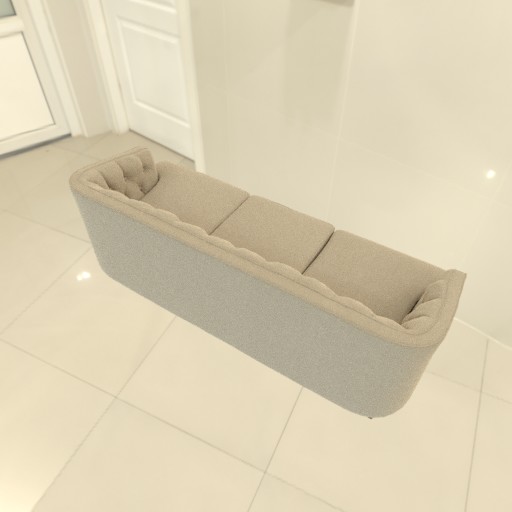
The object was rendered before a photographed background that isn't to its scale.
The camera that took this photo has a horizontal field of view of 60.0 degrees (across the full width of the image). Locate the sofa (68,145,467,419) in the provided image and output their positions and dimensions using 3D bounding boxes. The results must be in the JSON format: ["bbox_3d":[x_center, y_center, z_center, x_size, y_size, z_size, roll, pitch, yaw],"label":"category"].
[{"bbox_3d":[0.000,0.000,2.722,2.278,0.855,0.941,25,51,22],"label":"sofa"}]
